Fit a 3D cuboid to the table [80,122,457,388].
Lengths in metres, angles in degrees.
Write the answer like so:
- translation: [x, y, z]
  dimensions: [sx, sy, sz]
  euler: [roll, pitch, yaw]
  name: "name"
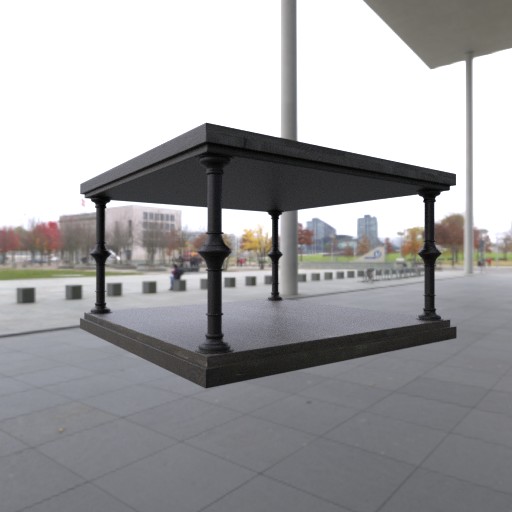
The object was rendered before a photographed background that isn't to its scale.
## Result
- translation: [0.000, 0.000, 1.151]
  dimensions: [0.696, 0.400, 0.696]
  euler: [0, 0, -36]
  name: "table"
